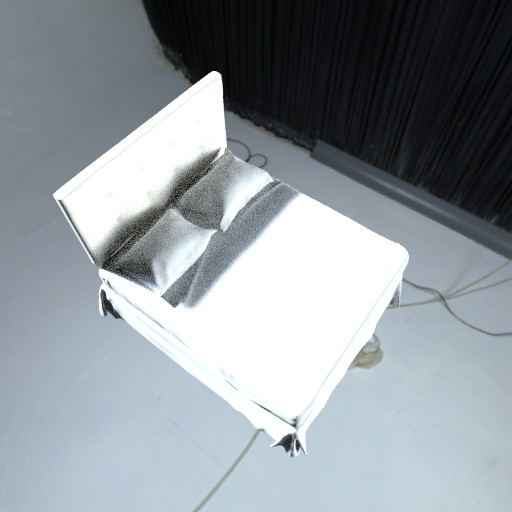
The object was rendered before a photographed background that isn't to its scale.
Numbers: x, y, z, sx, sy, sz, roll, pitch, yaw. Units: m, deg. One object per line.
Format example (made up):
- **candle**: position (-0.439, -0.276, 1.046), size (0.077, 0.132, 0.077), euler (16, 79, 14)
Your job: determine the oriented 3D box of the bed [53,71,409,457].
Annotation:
- **bed**: position (0.000, 0.000, 3.511), size (2.222, 1.577, 1.936), euler (32, 63, 19)
